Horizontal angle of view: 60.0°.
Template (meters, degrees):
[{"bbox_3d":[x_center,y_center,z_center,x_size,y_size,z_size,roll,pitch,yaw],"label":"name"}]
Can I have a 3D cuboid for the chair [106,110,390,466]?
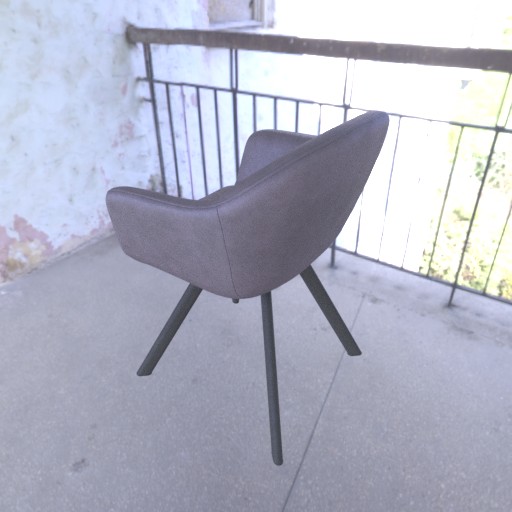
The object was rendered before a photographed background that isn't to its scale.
[{"bbox_3d":[0.000,0.000,1.150,0.544,0.781,0.567,21,37,30],"label":"chair"}]
